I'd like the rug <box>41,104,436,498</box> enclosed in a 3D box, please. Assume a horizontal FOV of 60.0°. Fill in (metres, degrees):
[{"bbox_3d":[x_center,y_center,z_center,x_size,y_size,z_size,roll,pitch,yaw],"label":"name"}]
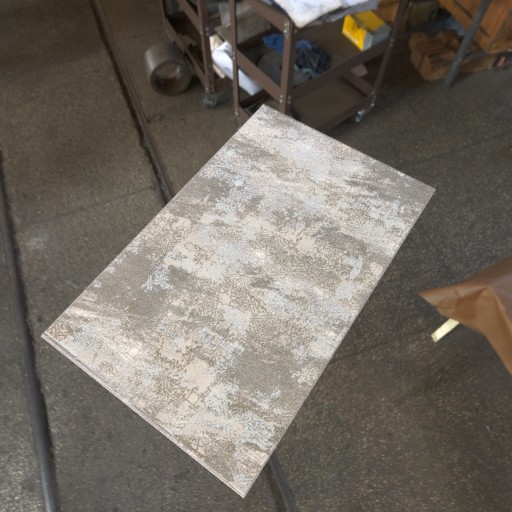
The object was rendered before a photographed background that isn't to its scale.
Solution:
[{"bbox_3d":[0.000,0.000,2.996,1.536,0.012,2.431,31,66,16],"label":"rug"}]
